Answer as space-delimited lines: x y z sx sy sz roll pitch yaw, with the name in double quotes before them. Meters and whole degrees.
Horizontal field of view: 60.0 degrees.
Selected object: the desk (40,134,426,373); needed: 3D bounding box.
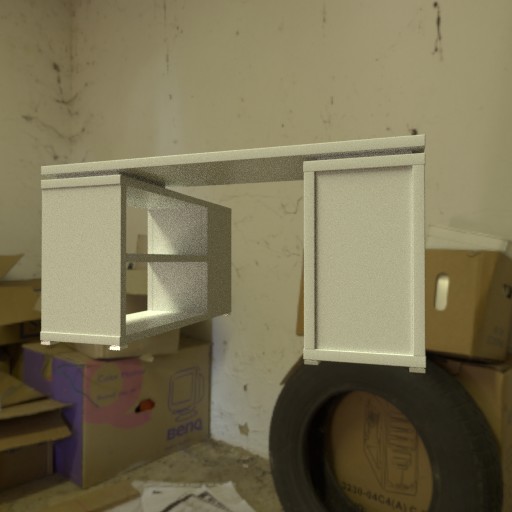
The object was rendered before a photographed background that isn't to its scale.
"desk" 0.000 0.000 2.206 1.524 0.753 1.200 0 -1 18
